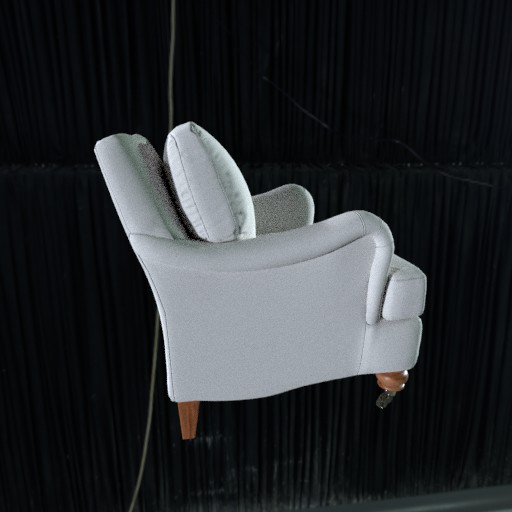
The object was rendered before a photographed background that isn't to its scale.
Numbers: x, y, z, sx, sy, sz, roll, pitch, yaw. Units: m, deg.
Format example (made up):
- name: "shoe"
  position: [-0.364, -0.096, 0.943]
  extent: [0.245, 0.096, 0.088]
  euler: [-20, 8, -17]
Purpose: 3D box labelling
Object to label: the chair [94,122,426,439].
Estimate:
- name: "chair"
  position: [0.000, 0.000, 1.826]
  extent: [1.070, 1.038, 0.955]
  euler: [-3, 16, -11]
